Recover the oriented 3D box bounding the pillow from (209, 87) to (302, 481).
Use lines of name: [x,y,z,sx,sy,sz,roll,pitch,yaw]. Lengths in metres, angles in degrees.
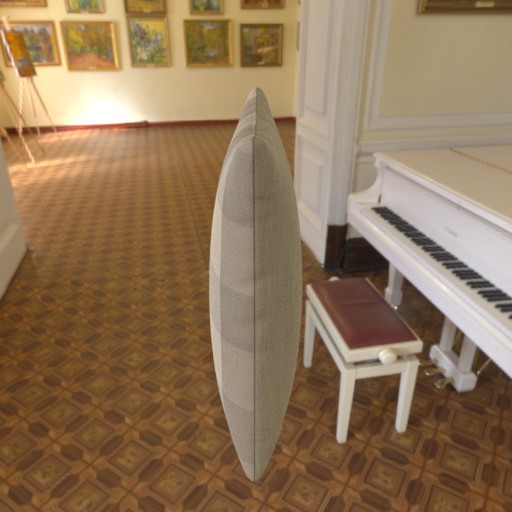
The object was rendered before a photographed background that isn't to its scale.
pillow: [0.000,0.000,0.777,0.161,0.509,0.511,0,26,0]
